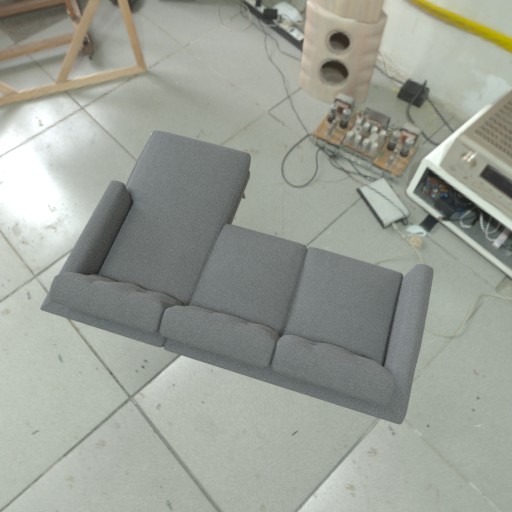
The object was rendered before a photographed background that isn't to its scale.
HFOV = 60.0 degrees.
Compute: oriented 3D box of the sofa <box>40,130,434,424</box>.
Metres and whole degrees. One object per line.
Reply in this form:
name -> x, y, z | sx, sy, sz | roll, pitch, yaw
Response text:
sofa -> 0.000, 0.000, 2.785 | 2.040, 0.860, 1.530 | 16, 64, 8
